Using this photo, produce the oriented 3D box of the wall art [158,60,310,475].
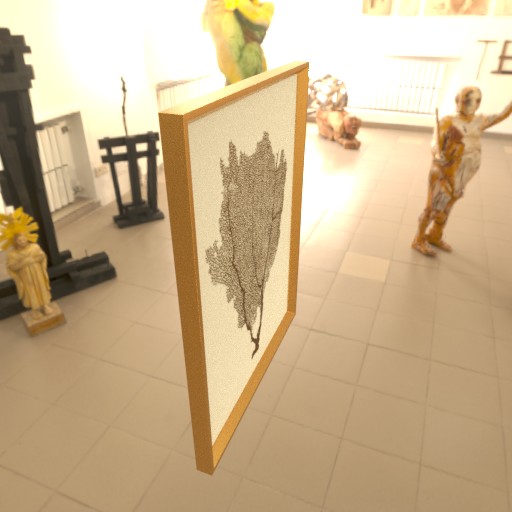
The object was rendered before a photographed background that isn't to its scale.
[{"bbox_3d":[0.000,0.000,1.017,0.038,0.762,0.610,11,32,19],"label":"wall art"}]
